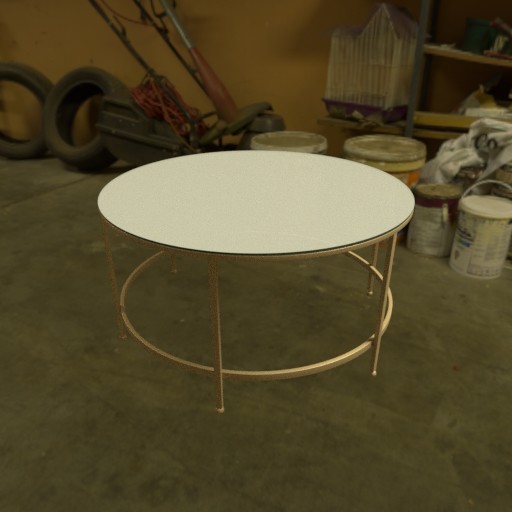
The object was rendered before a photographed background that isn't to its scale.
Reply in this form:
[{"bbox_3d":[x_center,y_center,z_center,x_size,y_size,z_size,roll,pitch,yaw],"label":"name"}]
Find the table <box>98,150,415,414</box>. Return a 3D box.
[{"bbox_3d":[0.000,0.000,1.440,0.914,0.470,0.914,0,27,0],"label":"table"}]
